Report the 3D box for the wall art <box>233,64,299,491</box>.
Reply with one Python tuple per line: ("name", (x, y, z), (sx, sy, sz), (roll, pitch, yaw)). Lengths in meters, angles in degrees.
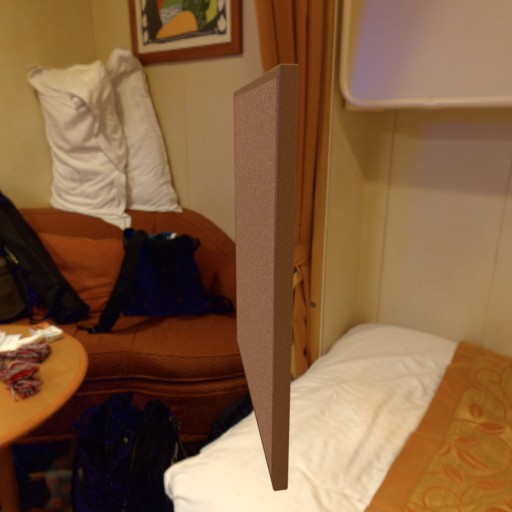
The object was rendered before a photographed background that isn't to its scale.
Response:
("wall art", (0.000, 0.000, 0.517), (0.015, 0.379, 0.310), (-3, 17, -8))
